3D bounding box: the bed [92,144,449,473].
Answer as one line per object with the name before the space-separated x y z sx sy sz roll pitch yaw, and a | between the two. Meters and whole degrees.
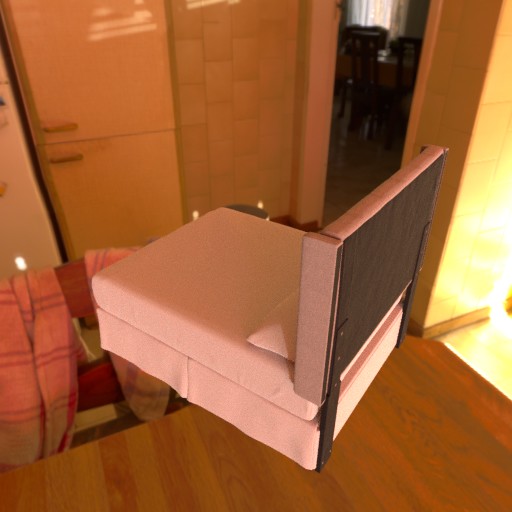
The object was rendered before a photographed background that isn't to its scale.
bed | 0.000 0.000 3.372 2.066 1.665 1.719 20 36 30
